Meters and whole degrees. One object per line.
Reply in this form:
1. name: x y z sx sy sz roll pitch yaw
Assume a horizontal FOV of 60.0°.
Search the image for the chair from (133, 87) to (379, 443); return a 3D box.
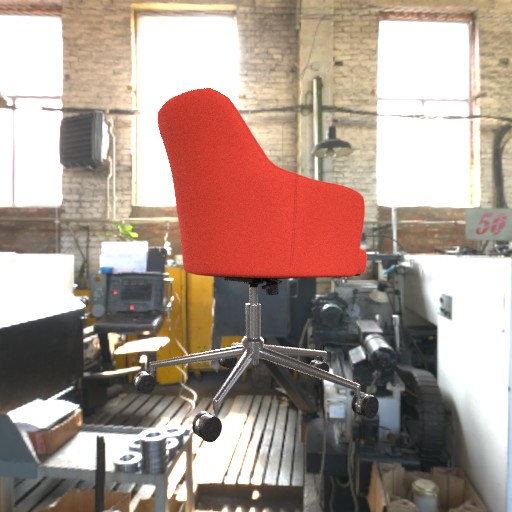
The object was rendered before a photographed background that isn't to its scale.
1. chair: 0.000 0.000 1.307 0.600 0.820 0.655 0 1 -36
